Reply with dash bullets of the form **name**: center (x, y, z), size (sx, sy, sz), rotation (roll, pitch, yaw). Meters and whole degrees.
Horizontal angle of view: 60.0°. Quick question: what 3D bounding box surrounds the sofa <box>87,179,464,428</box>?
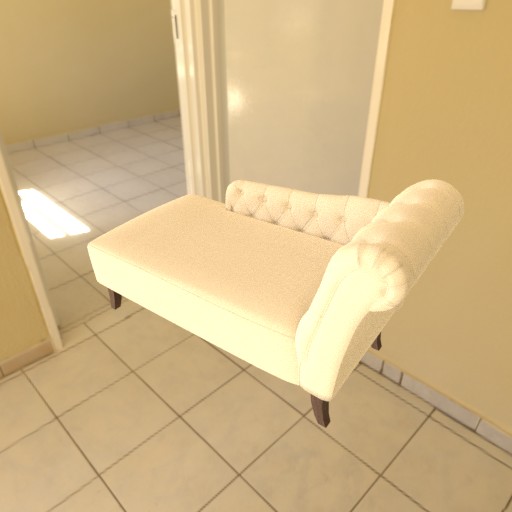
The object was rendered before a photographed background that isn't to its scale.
- **sofa**: center (0.000, 0.000, 1.831), size (1.379, 0.787, 0.675), rotation (21, 38, 30)
